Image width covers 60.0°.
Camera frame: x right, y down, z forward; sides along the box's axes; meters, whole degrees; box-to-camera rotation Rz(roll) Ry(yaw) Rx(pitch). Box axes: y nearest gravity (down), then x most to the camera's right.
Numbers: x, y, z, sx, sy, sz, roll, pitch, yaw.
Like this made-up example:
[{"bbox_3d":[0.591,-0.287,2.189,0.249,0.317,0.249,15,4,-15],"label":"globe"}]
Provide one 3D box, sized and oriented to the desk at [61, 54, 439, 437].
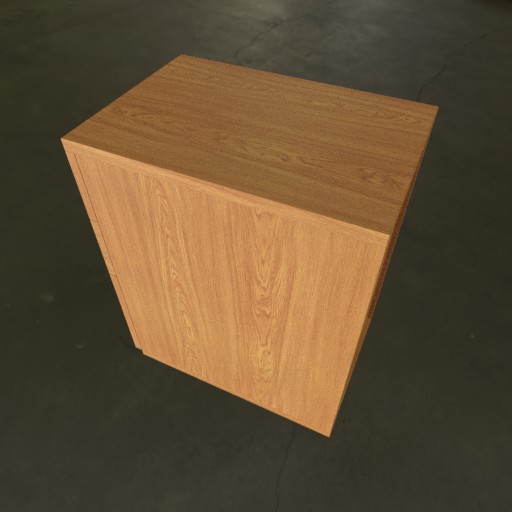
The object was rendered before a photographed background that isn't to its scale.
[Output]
[{"bbox_3d":[0.000,0.000,1.092,0.600,0.730,0.404,19,49,17],"label":"desk"}]
